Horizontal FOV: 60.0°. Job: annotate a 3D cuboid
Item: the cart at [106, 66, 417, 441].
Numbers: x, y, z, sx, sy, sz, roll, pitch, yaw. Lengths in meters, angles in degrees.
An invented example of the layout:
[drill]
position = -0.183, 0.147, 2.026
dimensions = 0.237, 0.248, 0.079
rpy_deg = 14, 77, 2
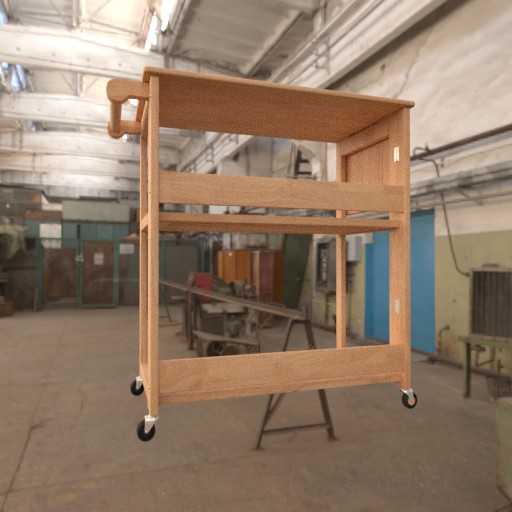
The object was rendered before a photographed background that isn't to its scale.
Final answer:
[cart]
position = 0.000, 0.000, 1.333
dimensions = 0.853, 0.879, 0.432
rpy_deg = 0, -1, -18
